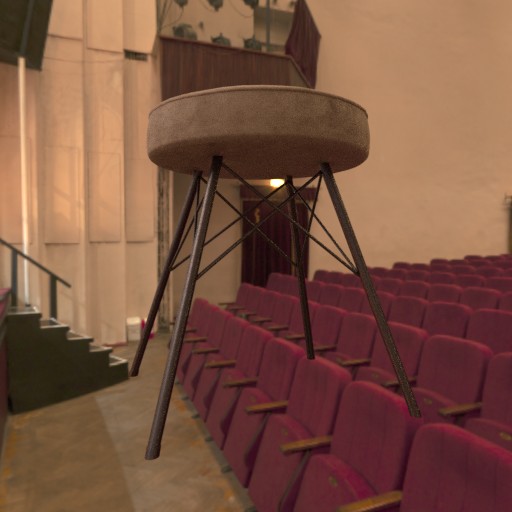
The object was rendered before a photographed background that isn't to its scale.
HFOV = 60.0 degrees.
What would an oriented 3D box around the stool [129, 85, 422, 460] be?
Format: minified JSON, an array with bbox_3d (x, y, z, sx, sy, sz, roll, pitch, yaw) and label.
[{"bbox_3d":[0.000,0.000,0.856,0.457,0.538,0.423,-1,2,-19],"label":"stool"}]
